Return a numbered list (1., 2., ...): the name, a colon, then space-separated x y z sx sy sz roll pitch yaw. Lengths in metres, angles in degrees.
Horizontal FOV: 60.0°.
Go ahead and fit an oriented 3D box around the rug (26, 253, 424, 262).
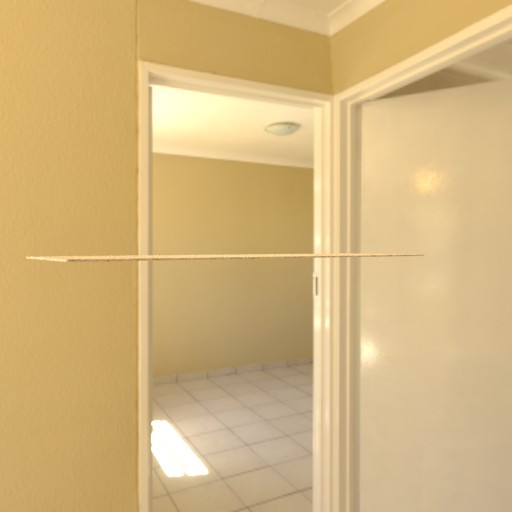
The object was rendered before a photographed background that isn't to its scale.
1. rug: 0.000 0.000 2.741 2.436 0.013 0.807 -1 1 -37
